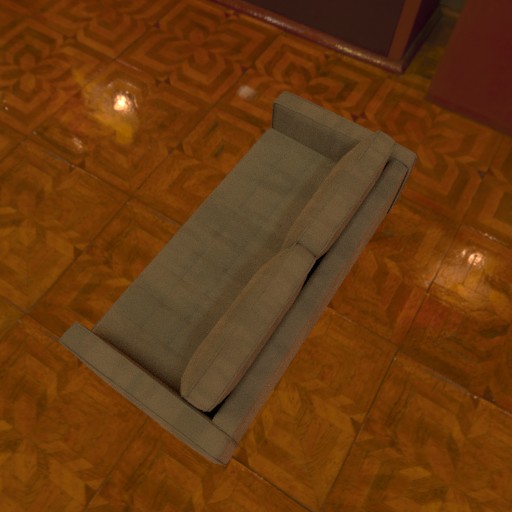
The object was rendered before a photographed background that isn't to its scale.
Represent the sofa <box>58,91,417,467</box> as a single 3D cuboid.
[{"bbox_3d":[0.000,0.000,2.415,0.924,0.825,1.920,31,67,15],"label":"sofa"}]
